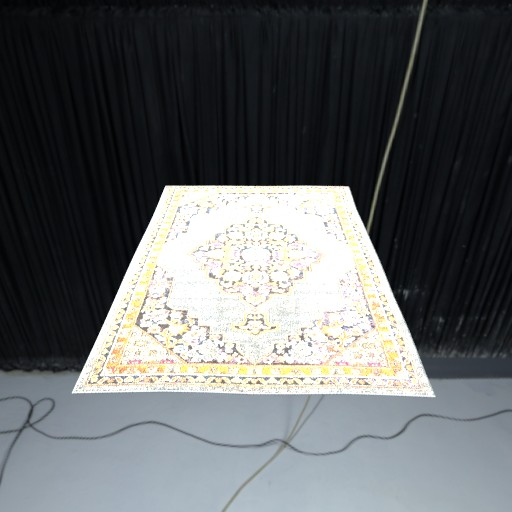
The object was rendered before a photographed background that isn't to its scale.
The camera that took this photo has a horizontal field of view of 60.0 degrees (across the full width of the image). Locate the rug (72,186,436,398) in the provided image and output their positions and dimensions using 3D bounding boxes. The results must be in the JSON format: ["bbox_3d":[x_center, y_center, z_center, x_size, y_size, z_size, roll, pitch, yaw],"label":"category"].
[{"bbox_3d":[0.000,0.000,3.696,2.043,0.026,2.901,0,32,1],"label":"rug"}]
